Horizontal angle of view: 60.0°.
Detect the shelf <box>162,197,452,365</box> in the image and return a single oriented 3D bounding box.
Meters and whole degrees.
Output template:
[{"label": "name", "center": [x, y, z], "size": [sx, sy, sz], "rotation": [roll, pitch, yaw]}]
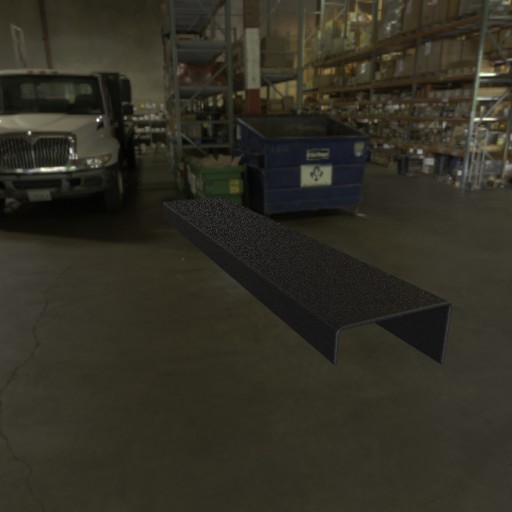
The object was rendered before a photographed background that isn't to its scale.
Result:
[{"label": "shelf", "center": [0.000, 0.000, 0.503], "size": [0.102, 0.053, 0.456], "rotation": [-8, 20, -24]}]
